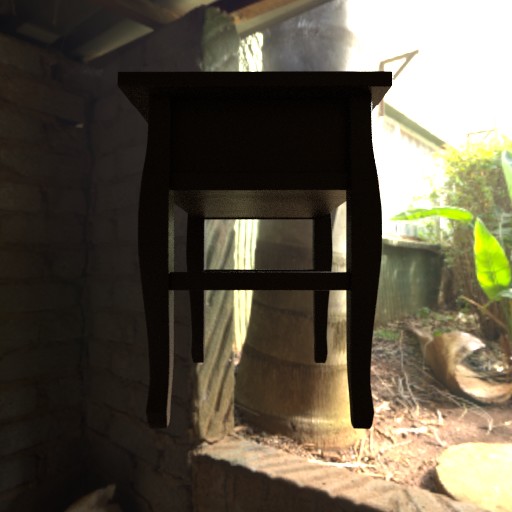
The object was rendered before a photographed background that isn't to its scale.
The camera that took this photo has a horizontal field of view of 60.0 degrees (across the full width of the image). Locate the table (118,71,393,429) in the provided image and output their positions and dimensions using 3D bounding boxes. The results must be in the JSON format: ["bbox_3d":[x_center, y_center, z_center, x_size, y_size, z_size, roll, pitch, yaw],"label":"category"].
[{"bbox_3d":[0.000,0.000,1.032,0.460,0.605,0.602,0,-1,0],"label":"table"}]
